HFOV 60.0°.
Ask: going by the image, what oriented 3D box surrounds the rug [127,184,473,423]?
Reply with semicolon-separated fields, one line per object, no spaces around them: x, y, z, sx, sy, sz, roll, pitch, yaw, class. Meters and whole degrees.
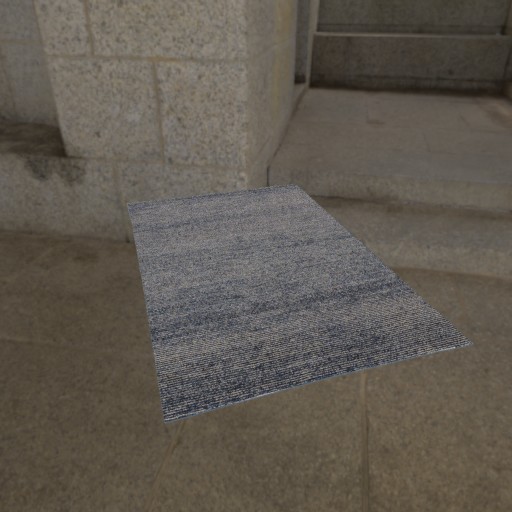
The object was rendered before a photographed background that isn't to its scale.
0.000;0.000;2.192;1.135;0.010;1.740;-9;31;-15;rug
